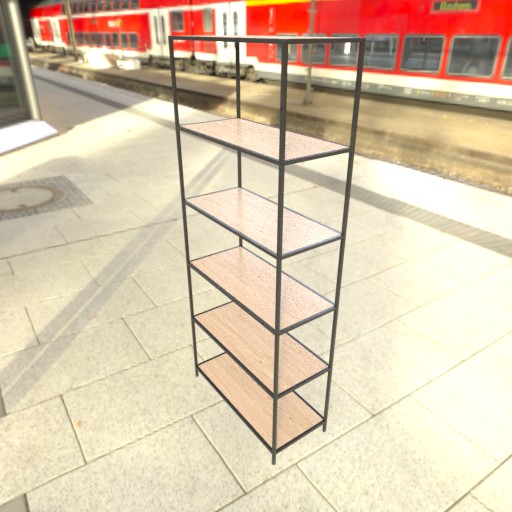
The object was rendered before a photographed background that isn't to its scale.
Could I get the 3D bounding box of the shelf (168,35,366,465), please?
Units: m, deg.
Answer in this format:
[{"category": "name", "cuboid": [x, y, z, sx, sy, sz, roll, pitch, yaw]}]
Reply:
[{"category": "shelf", "cuboid": [0.000, 0.000, 2.085, 0.350, 1.850, 0.770, -18, 32, -31]}]
